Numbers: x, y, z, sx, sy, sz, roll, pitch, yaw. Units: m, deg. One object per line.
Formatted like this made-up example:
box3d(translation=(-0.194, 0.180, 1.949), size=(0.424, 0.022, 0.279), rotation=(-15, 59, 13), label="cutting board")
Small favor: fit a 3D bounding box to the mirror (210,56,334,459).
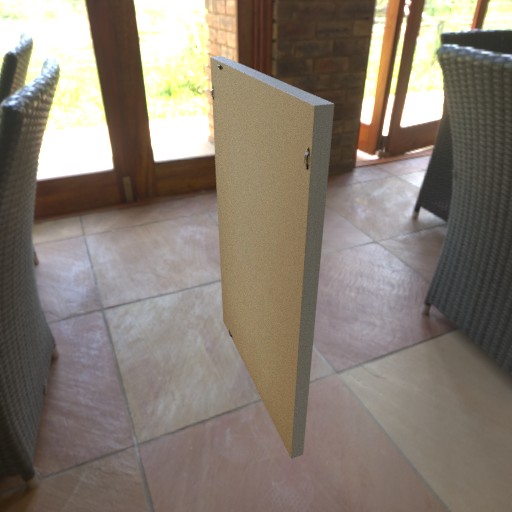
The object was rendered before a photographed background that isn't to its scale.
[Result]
box3d(translation=(0.000, 0.000, 1.192), size=(0.040, 0.915, 0.609), rotation=(-11, 33, -18), label="mirror")
